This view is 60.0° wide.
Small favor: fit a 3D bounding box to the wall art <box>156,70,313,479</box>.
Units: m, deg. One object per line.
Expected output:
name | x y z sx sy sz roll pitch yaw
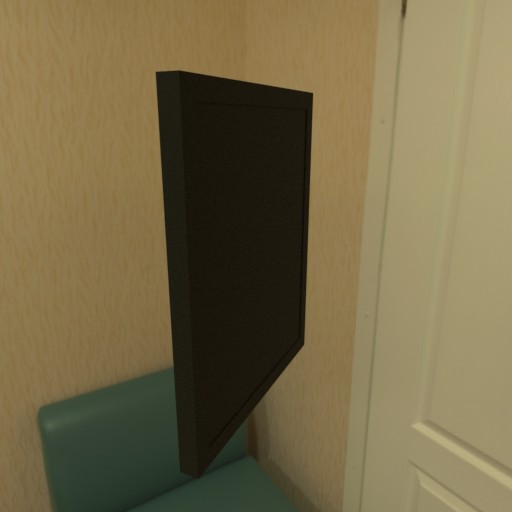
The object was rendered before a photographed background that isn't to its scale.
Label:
wall art | 0.000 0.000 0.775 0.033 0.559 0.457 8 19 25
